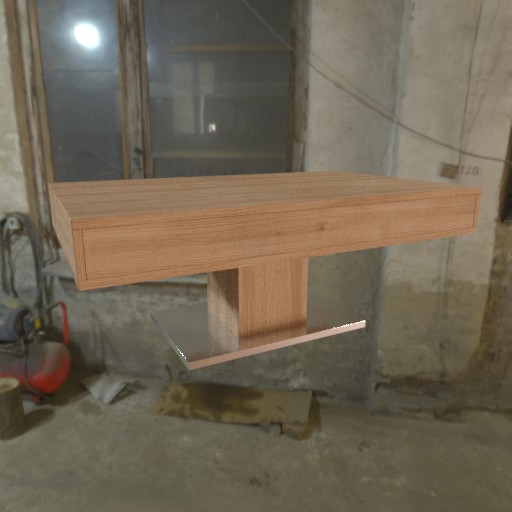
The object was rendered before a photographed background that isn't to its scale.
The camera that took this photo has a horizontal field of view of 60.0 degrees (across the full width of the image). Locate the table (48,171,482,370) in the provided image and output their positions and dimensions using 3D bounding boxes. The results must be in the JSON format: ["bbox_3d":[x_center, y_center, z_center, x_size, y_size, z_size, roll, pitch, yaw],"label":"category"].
[{"bbox_3d":[0.000,0.000,1.385,1.100,0.440,0.700,-8,17,-26],"label":"table"}]
